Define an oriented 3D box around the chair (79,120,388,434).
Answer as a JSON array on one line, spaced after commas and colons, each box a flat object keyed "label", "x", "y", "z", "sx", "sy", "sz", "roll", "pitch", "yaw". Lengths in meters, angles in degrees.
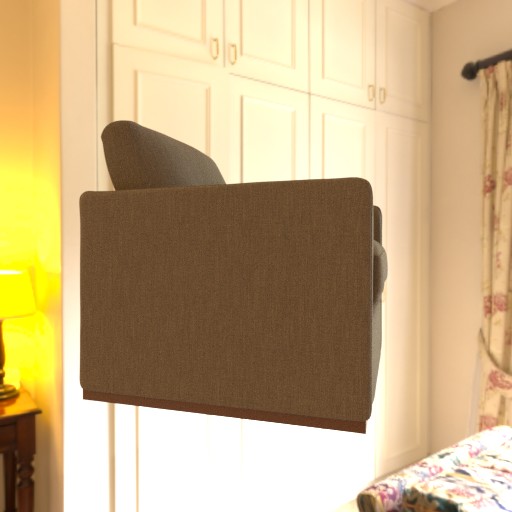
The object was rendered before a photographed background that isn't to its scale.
[{"label": "chair", "x": 0.000, "y": 0.000, "z": 1.478, "sx": 0.834, "sy": 0.811, "sz": 0.763, "roll": 0, "pitch": 1, "yaw": 18}]
